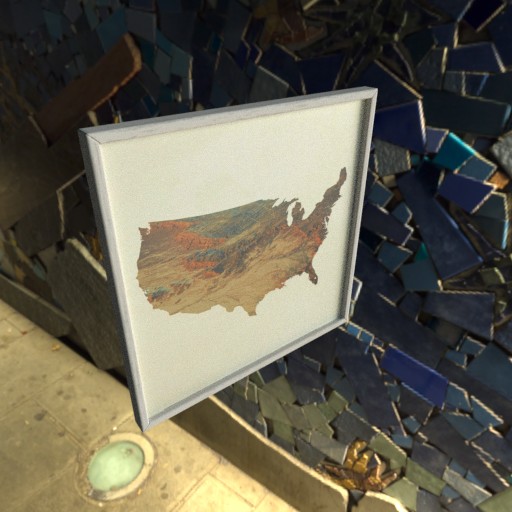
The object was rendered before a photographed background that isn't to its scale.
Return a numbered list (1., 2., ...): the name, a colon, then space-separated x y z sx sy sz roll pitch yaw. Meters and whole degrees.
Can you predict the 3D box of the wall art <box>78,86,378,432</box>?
1. wall art: 0.000 0.000 1.959 1.287 1.288 0.078 -21 36 -31
